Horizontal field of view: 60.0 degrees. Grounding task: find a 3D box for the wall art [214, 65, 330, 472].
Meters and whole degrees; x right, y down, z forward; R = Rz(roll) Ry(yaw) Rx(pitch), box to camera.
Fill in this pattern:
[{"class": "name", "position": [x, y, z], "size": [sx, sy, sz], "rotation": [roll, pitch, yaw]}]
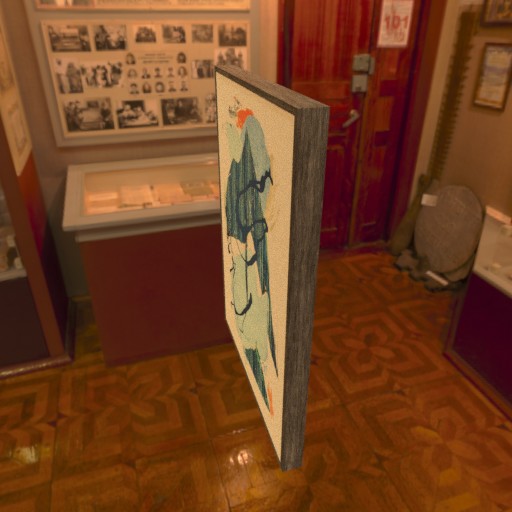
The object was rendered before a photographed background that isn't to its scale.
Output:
[{"class": "wall art", "position": [0.000, 0.000, 1.367], "size": [0.063, 1.016, 0.762], "rotation": [-8, 30, -14]}]
